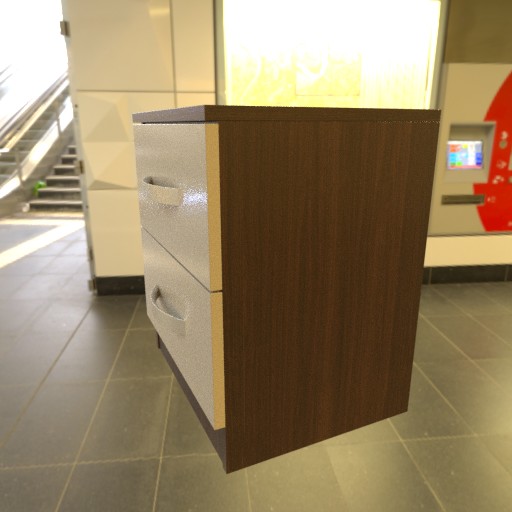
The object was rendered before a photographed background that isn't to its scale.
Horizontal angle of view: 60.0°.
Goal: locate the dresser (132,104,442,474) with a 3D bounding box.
[{"bbox_3d":[0.000,0.000,0.759,0.360,0.470,0.400,-8,18,-24],"label":"dresser"}]
